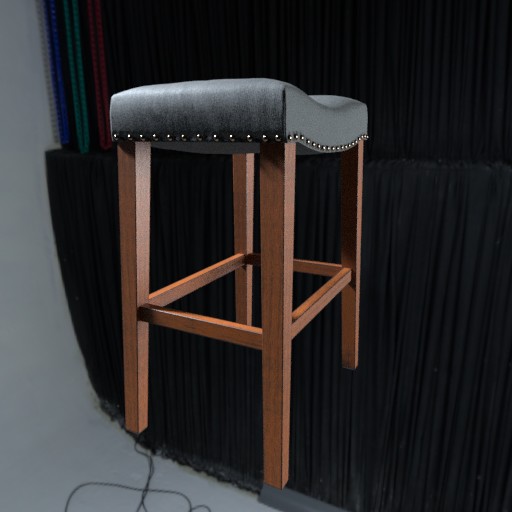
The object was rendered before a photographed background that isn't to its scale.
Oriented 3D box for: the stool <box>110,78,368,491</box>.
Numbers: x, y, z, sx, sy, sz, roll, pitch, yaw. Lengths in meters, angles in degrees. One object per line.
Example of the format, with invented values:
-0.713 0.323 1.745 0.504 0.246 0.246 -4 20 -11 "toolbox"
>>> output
0.000 0.000 0.865 0.320 0.612 0.439 8 17 27 "stool"
